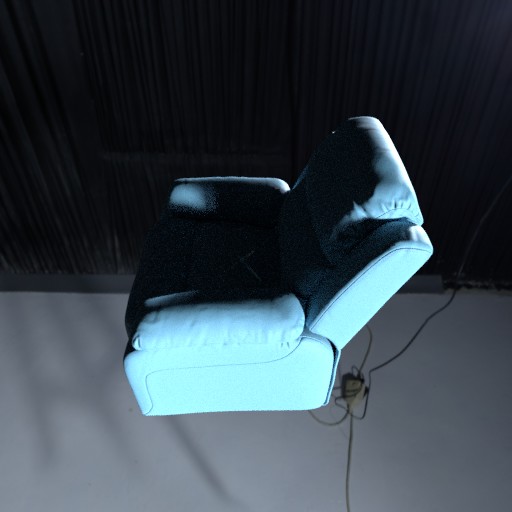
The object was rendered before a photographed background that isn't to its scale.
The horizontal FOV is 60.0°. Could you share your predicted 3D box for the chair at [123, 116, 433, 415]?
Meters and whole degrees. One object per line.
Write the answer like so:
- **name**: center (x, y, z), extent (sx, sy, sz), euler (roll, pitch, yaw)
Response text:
- **chair**: center (0.000, 0.000, 1.259), extent (0.709, 0.702, 0.680), euler (0, 41, 0)
